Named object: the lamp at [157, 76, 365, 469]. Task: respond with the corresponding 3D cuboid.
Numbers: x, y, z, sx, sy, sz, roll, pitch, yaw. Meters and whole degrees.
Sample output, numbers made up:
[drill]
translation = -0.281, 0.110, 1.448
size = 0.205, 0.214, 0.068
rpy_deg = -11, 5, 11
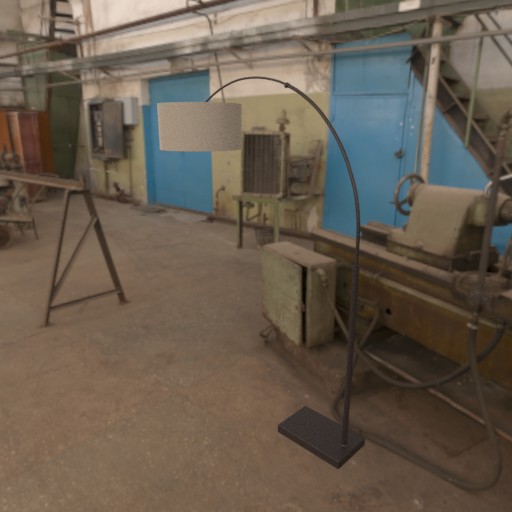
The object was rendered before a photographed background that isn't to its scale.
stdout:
[lamp]
translation = 0.000, 0.000, 2.551
size = 1.424, 1.927, 0.493
rpy_deg = 16, 23, 42
